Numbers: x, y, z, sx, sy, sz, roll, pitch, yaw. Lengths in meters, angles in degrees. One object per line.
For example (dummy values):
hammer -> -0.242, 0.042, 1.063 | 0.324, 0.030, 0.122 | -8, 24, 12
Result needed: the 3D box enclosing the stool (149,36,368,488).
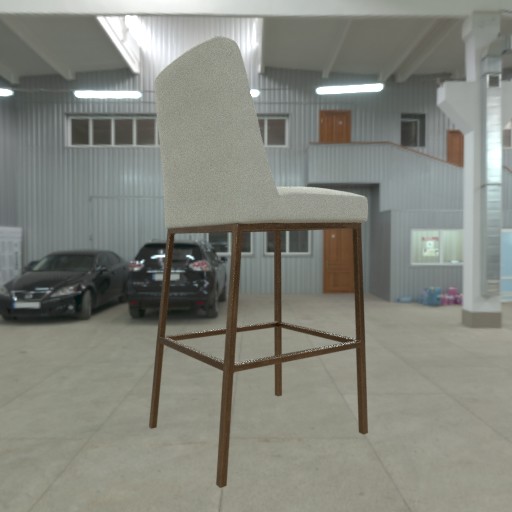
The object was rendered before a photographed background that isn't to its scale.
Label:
stool -> 0.000, 0.000, 1.365 | 0.546, 1.084, 0.462 | -1, 2, -36
